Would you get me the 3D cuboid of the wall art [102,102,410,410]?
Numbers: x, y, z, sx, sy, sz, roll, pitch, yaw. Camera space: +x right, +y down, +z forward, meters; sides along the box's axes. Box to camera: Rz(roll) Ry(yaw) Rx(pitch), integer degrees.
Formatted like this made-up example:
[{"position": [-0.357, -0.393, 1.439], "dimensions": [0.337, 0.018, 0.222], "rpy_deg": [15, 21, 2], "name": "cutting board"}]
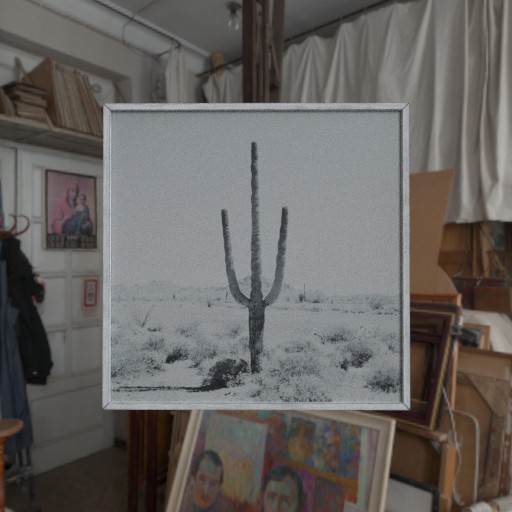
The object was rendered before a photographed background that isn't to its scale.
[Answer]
[{"position": [0.000, 0.000, 1.119], "dimensions": [0.762, 0.762, 0.038], "rpy_deg": [0, -1, 0], "name": "wall art"}]
